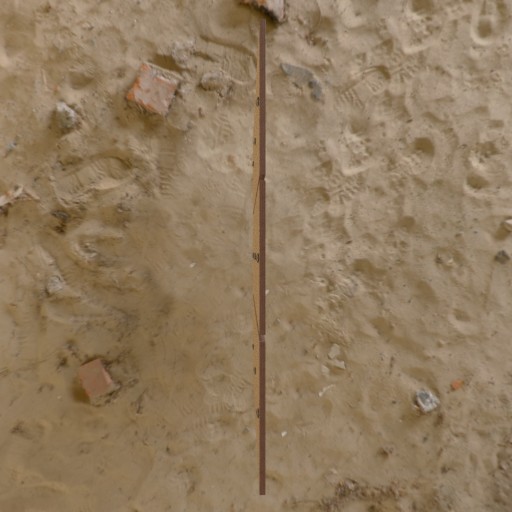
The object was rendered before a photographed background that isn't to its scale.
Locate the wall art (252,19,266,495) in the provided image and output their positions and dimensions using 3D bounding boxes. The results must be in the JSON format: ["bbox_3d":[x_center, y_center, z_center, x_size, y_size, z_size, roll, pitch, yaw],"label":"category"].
[{"bbox_3d":[0.000,0.000,1.745,0.024,1.218,1.221,0,91,-1],"label":"wall art"}]
